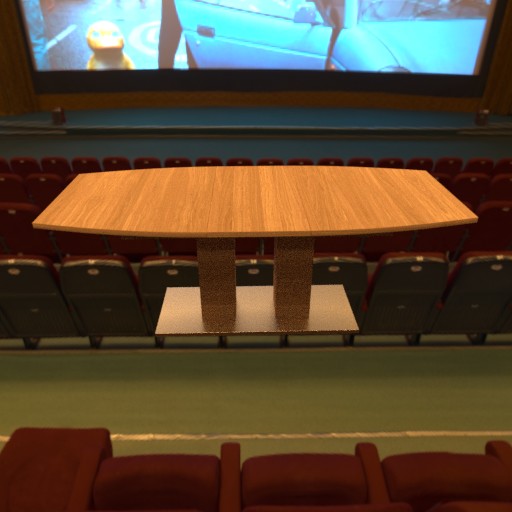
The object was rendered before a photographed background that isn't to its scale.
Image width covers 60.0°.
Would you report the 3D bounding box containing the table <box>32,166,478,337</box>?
[{"bbox_3d":[0.000,0.000,2.491,2.032,0.750,0.900,-1,29,-1],"label":"table"}]
